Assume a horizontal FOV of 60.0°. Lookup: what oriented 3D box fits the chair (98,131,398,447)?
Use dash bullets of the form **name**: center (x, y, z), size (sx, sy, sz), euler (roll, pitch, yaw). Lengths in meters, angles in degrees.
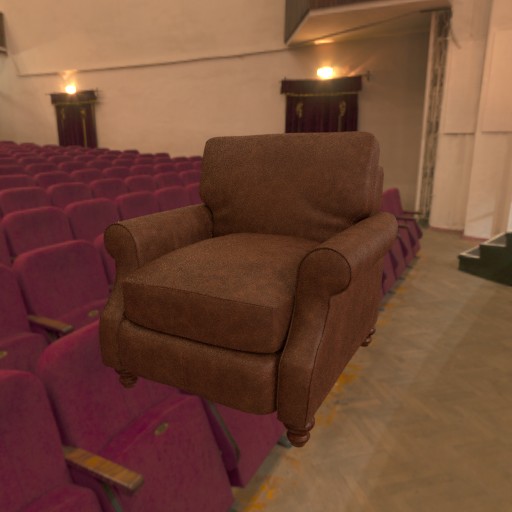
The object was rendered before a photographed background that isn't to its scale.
- **chair**: center (0.000, 0.000, 1.792), size (0.996, 0.976, 1.002), euler (8, 16, 27)
